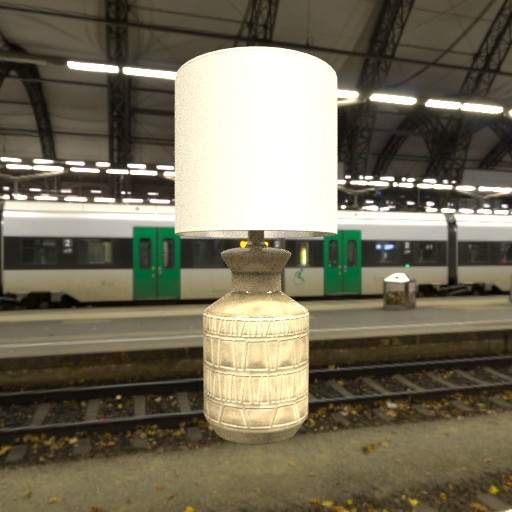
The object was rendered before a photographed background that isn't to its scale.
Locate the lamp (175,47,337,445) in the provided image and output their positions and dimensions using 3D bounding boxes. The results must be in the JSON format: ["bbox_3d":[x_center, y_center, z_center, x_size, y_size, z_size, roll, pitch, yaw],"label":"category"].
[{"bbox_3d":[0.000,0.000,0.586,0.211,0.455,0.211,0,0,-37],"label":"lamp"}]
